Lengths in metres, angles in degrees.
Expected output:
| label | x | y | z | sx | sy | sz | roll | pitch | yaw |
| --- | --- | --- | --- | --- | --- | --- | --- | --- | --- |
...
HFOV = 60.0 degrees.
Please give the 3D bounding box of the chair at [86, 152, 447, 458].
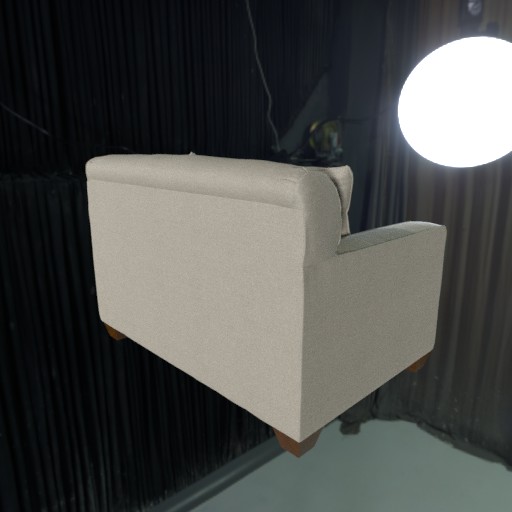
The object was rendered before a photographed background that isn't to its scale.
| label | x | y | z | sx | sy | sz | roll | pitch | yaw |
| --- | --- | --- | --- | --- | --- | --- | --- | --- | --- |
| chair | 0.000 | 0.000 | 2.068 | 1.000 | 0.948 | 1.383 | -14 | 20 | -42 |
